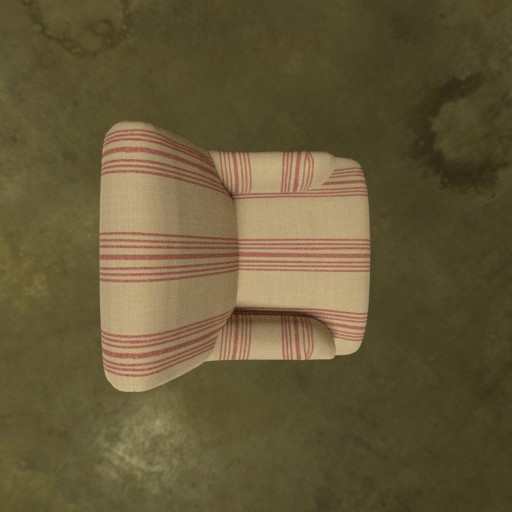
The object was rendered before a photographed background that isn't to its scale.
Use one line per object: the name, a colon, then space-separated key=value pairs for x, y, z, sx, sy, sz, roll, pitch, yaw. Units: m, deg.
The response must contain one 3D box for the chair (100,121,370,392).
chair: x=0.000 y=0.000 z=1.938 sx=1.058 sy=1.123 sz=0.933 roll=0 pitch=90 yaw=-1
